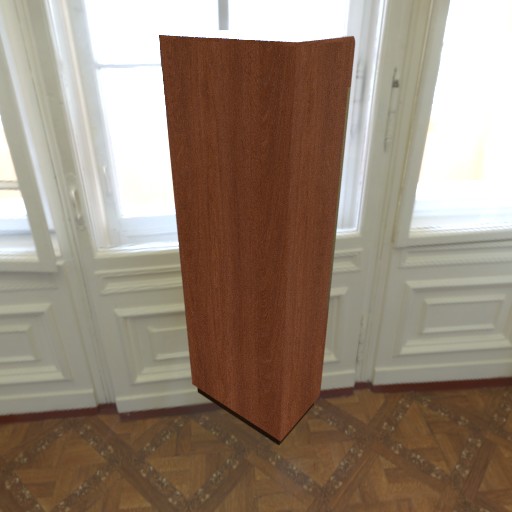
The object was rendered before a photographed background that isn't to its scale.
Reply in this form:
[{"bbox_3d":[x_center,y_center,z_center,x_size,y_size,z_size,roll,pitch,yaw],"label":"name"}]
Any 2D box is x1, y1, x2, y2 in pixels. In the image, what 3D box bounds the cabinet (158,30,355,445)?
[{"bbox_3d":[0.000,0.000,2.215,0.660,1.980,0.420,21,36,32],"label":"cabinet"}]
